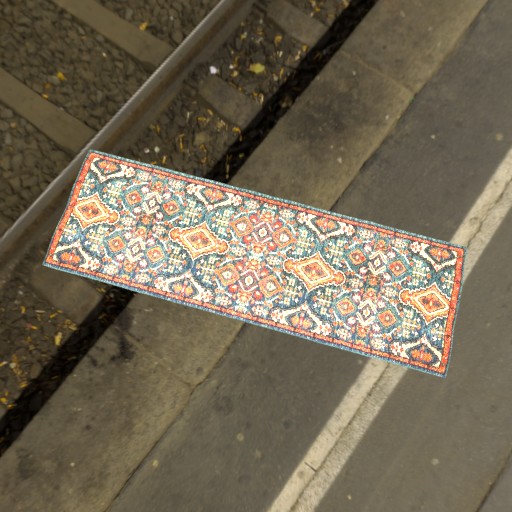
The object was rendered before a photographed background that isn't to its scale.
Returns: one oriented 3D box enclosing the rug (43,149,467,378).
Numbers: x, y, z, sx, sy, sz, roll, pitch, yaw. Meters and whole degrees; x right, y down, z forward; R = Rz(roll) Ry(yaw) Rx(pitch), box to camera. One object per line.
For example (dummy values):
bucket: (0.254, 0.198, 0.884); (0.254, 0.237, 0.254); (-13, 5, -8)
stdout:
rug: (0.000, 0.000, 2.679); (2.459, 0.010, 0.801); (15, 76, 4)
